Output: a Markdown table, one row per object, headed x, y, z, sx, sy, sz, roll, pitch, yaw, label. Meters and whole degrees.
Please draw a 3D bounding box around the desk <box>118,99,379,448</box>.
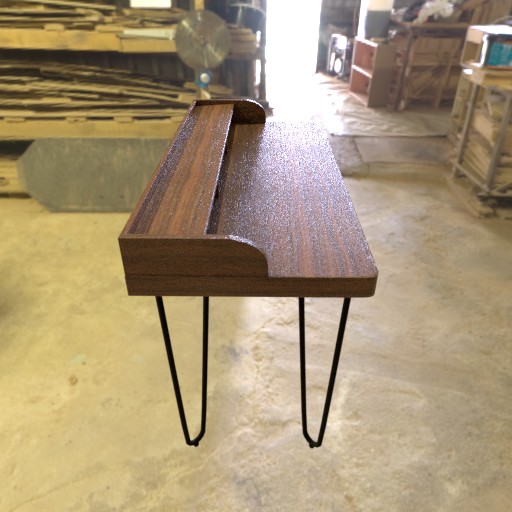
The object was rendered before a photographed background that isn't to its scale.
| x | y | z | sx | sy | sz | roll | pitch | yaw | label |
| --- | --- | --- | --- | --- | --- | --- | --- | --- | --- |
| 0.000 | 0.000 | 1.658 | 0.565 | 0.854 | 1.200 | 0 | 33 | 1 | desk |
